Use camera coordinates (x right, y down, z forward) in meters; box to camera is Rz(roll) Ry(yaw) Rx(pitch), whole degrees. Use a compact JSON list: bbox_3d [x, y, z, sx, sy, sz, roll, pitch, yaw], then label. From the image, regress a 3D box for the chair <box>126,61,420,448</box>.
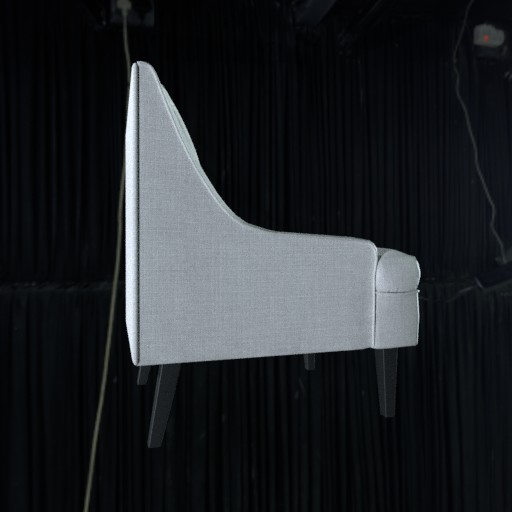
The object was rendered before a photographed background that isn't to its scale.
[{"bbox_3d":[0.000,0.000,1.395,0.772,0.891,0.658,0,0,-18],"label":"chair"}]
